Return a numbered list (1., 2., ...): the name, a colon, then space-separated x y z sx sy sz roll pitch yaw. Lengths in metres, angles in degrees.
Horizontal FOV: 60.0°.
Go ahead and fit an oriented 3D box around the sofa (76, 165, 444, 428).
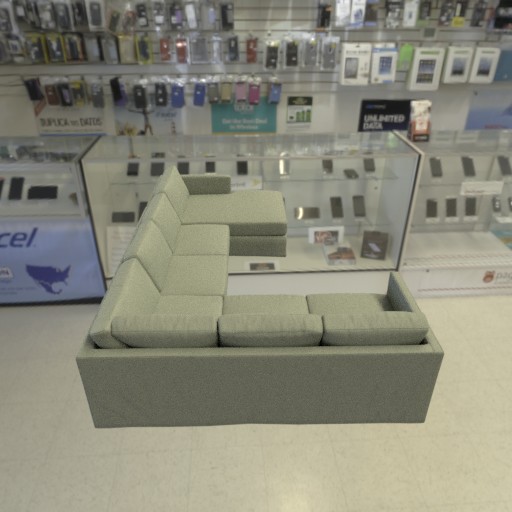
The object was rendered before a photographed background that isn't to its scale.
1. sofa: 0.000 0.000 4.495 2.427 0.882 3.460 -1 30 -1
